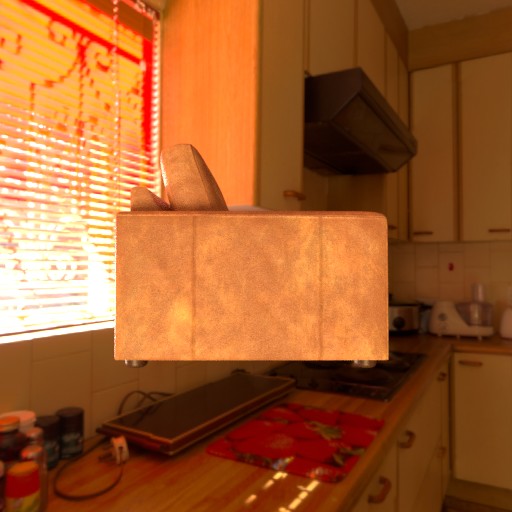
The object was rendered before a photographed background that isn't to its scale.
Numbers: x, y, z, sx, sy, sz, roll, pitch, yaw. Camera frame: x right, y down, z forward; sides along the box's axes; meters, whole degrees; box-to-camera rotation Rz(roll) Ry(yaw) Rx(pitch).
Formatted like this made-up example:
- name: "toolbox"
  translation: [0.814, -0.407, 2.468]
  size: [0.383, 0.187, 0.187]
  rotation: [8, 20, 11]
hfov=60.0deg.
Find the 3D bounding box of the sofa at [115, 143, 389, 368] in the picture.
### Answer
- name: "sofa"
  translation: [0.000, 0.000, 2.661]
  size: [1.016, 0.873, 2.179]
  rotation: [0, -1, 0]
